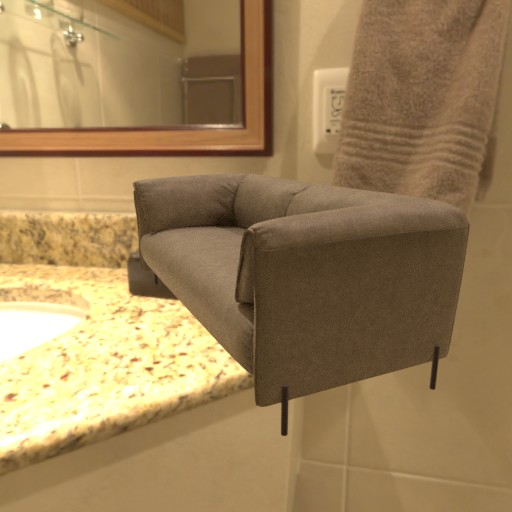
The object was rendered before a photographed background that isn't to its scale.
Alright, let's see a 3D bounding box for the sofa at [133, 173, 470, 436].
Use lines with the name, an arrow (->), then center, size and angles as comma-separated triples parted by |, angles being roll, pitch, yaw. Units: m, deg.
sofa -> 0.000, 0.000, 2.328 | 0.905, 0.747, 1.878 | -7, 16, -25
